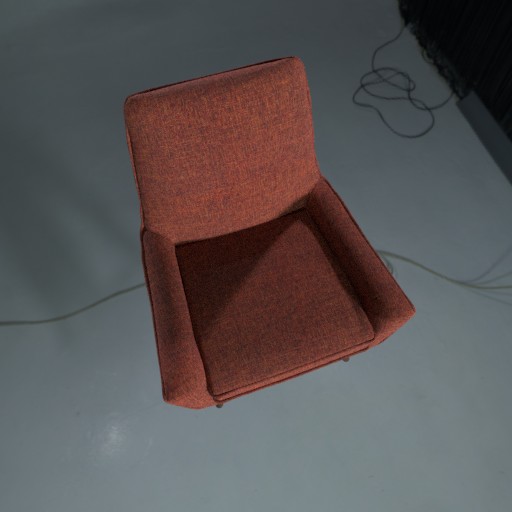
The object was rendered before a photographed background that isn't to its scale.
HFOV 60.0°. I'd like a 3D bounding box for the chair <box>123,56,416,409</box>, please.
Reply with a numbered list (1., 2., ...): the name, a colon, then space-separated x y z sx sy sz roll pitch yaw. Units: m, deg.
1. chair: 0.000 0.000 1.479 0.803 0.911 0.784 -17 64 -9
